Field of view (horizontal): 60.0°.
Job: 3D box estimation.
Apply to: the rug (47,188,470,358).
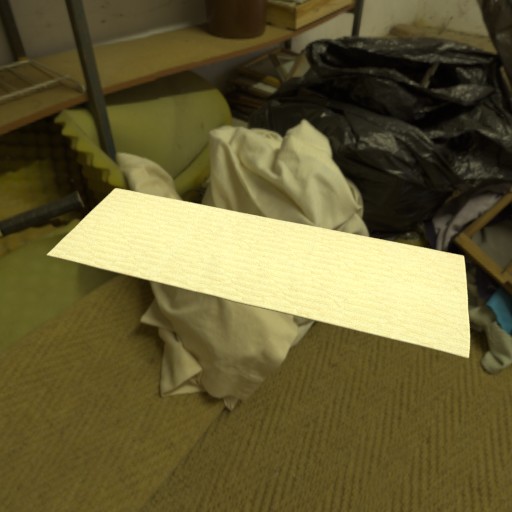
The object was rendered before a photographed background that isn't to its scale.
[{"bbox_3d":[0.000,0.000,2.715,2.450,0.014,0.793,12,43,13],"label":"rug"}]
